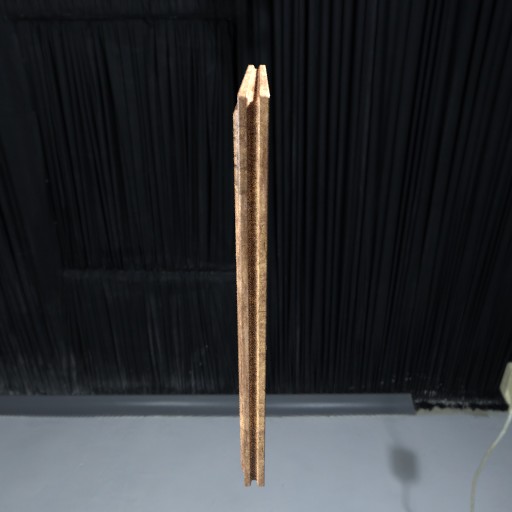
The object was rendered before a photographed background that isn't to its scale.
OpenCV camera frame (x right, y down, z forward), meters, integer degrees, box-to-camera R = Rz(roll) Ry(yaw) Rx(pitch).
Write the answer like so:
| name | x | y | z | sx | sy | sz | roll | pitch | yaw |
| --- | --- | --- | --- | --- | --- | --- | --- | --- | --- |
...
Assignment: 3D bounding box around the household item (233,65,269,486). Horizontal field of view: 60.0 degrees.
| name | x | y | z | sx | sy | sz | roll | pitch | yaw |
| --- | --- | --- | --- | --- | --- | --- | --- | --- | --- |
| household item | 0.000 | 0.000 | 0.313 | 0.018 | 0.237 | 0.186 | 0 | 27 | 0 |
